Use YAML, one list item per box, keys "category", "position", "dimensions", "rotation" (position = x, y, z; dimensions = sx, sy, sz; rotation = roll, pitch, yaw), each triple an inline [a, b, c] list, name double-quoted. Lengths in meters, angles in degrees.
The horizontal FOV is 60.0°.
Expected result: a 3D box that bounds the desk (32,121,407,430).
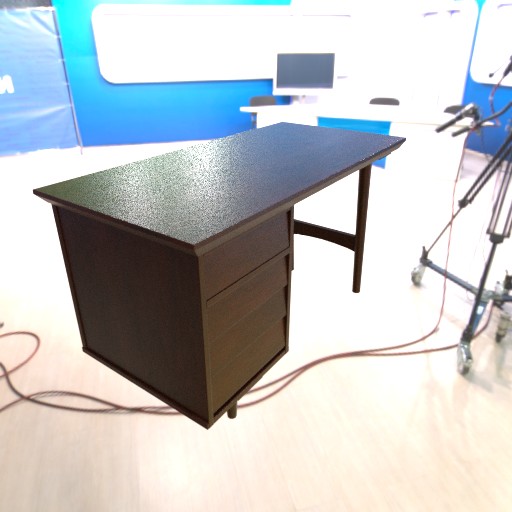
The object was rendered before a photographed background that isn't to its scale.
- category: "desk"
  position: [0.000, 0.000, 1.704]
  dimensions: [0.612, 0.758, 1.277]
  rotation: [18, 32, 32]
